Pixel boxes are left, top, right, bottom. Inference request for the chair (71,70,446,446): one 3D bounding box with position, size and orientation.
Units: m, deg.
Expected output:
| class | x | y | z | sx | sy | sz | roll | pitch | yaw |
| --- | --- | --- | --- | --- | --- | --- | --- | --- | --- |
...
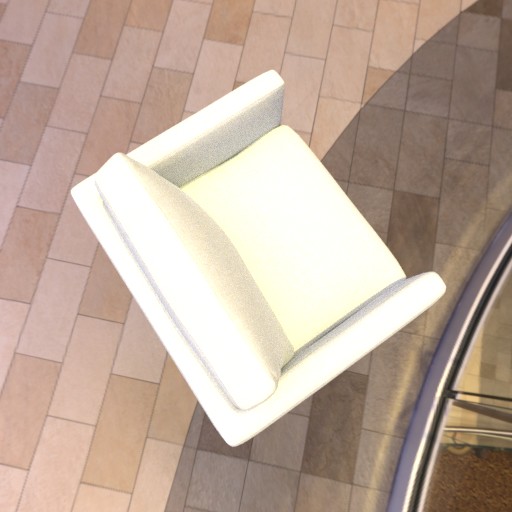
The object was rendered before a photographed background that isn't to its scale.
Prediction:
| class | x | y | z | sx | sy | sz | roll | pitch | yaw |
| --- | --- | --- | --- | --- | --- | --- | --- | --- | --- |
| chair | 0.000 | 0.000 | 1.839 | 0.953 | 0.961 | 1.107 | -34 | 79 | -8 |
